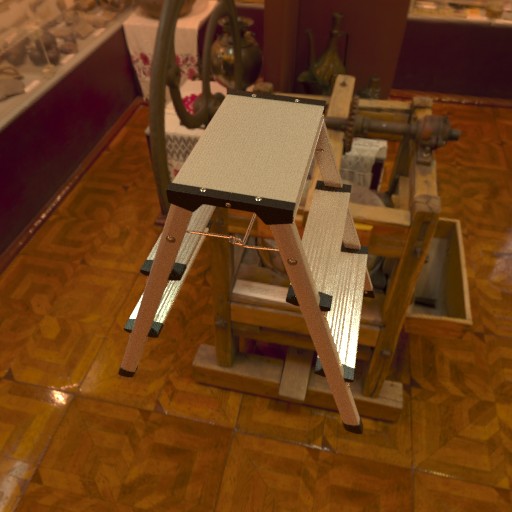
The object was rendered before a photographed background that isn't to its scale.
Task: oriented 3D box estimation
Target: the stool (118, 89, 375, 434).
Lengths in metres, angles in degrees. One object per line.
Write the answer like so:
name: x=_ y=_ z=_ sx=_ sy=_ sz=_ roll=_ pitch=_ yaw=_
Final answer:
stool: x=0.000 y=0.000 z=1.008 sx=0.622 sy=0.605 sz=0.437 roll=11 pitch=48 yaw=10
